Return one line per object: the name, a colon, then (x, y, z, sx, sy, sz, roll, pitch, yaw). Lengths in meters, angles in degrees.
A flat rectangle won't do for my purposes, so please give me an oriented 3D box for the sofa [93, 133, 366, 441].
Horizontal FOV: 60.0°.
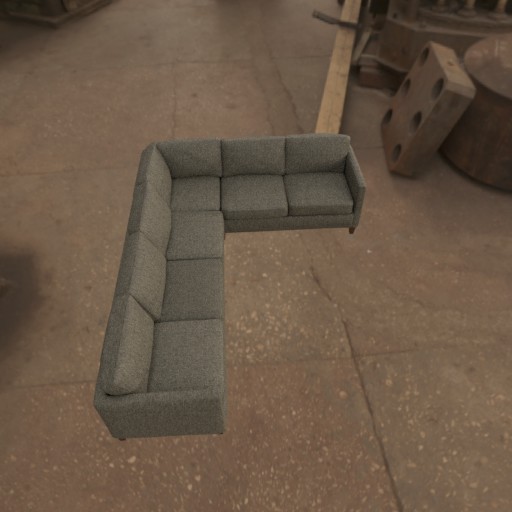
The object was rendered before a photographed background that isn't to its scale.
sofa: (0.000, 0.000, 4.473, 2.593, 0.947, 3.302, -3, 46, -3)
